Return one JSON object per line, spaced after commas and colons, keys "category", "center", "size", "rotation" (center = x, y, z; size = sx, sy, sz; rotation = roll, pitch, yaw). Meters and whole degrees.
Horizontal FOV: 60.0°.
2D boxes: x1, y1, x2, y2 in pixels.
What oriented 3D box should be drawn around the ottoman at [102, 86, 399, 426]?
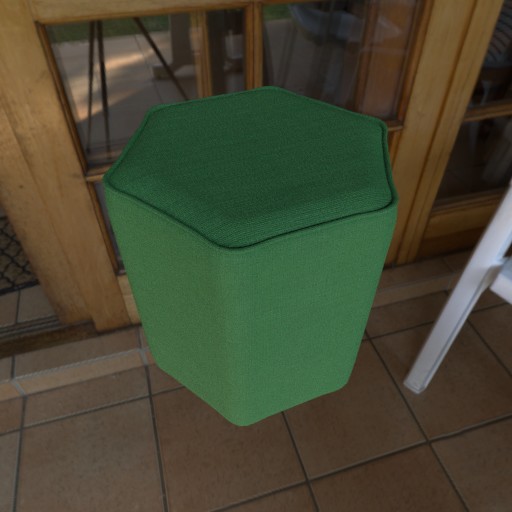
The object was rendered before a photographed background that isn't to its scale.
{"category": "ottoman", "center": [0.000, 0.000, 0.888], "size": [0.499, 0.507, 0.444], "rotation": [-16, 46, -16]}
